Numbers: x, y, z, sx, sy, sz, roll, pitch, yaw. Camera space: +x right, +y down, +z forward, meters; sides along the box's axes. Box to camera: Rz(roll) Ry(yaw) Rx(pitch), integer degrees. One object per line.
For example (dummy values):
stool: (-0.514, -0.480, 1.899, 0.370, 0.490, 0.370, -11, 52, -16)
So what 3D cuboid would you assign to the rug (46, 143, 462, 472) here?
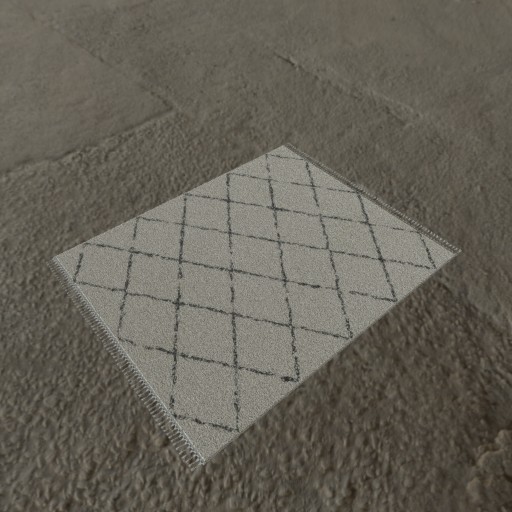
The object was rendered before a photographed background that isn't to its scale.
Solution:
rug: (0.000, 0.000, 4.105, 3.051, 0.013, 2.380, -32, 54, -26)
